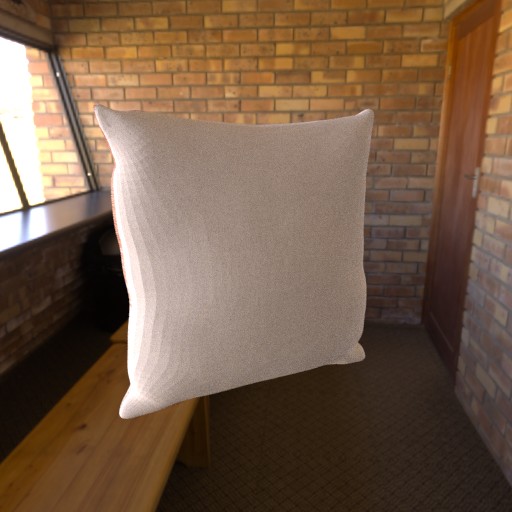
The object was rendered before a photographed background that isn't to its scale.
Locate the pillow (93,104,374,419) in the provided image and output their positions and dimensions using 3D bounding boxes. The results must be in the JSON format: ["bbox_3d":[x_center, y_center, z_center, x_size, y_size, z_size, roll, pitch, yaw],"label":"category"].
[{"bbox_3d":[0.000,0.000,0.679,0.440,0.441,0.182,-7,16,-26],"label":"pillow"}]
